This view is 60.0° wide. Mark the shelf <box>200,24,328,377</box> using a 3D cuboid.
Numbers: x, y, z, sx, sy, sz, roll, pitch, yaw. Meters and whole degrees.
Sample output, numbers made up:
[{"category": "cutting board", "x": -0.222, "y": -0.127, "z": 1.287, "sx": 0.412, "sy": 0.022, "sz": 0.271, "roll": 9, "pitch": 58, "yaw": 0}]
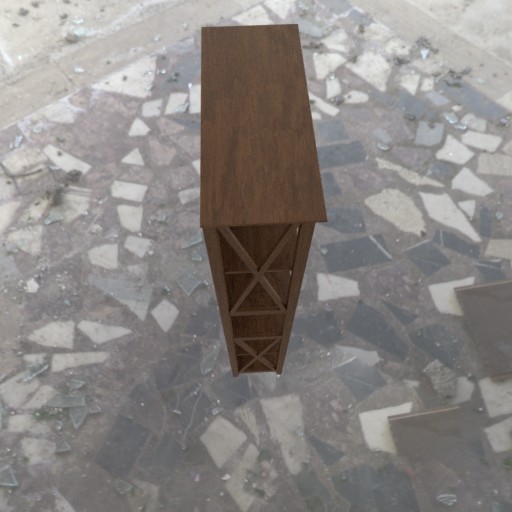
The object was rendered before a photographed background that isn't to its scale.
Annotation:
[{"category": "shelf", "x": 0.000, "y": 0.000, "z": 2.187, "sx": 0.335, "sy": 1.905, "sz": 0.805, "roll": -3, "pitch": 63, "yaw": -1}]
